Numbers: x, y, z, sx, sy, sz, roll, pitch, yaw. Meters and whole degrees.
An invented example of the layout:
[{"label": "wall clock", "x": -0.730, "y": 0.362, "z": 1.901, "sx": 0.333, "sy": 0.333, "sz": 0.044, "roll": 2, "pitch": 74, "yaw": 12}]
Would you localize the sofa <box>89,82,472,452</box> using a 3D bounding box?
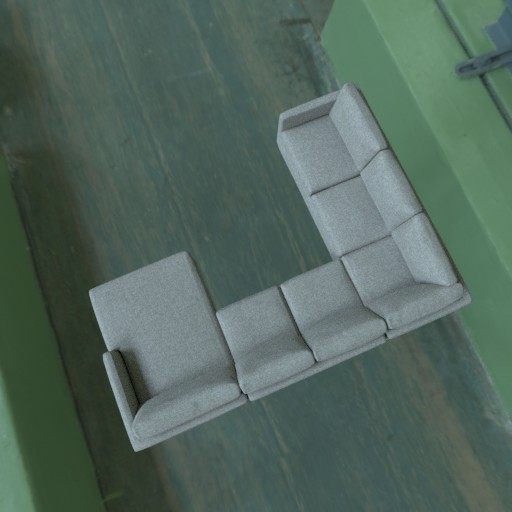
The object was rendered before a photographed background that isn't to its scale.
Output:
[{"label": "sofa", "x": 0.000, "y": 0.000, "z": 4.568, "sx": 3.460, "sy": 0.959, "sz": 2.593, "roll": -23, "pitch": 78, "yaw": -5}]
